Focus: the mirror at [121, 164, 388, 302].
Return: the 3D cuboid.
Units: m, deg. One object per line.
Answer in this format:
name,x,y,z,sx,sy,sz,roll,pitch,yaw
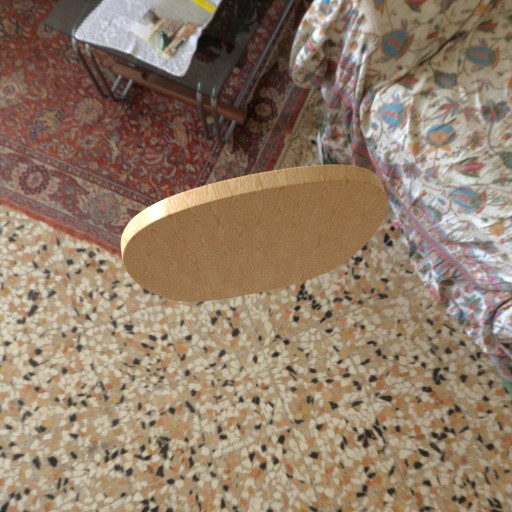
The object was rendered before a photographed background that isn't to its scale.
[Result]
mirror,0.000,0.000,1.359,0.724,1.075,0.037,-12,75,-3
